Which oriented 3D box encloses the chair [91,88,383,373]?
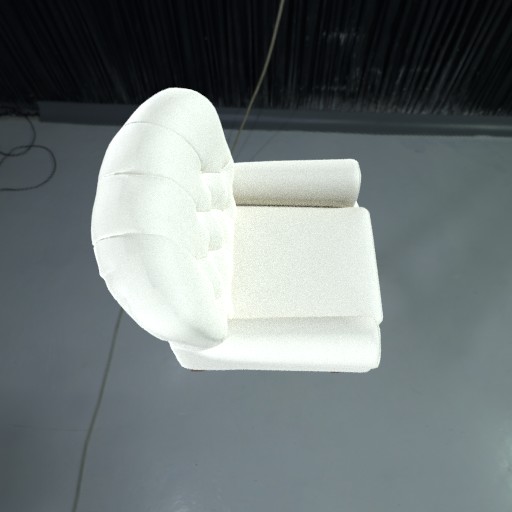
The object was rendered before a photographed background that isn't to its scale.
[{"bbox_3d":[0.000,0.000,1.998,1.132,1.169,1.035,0,63,0],"label":"chair"}]
